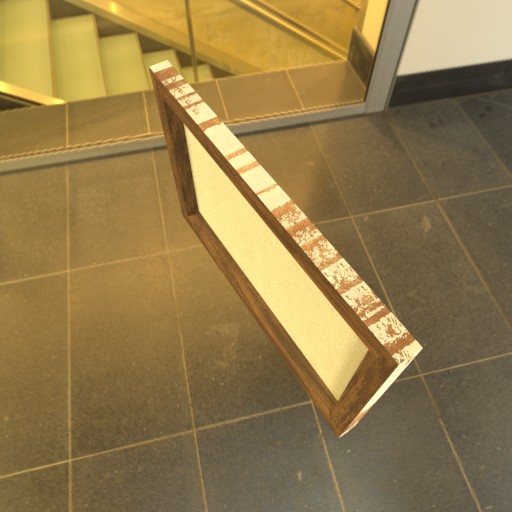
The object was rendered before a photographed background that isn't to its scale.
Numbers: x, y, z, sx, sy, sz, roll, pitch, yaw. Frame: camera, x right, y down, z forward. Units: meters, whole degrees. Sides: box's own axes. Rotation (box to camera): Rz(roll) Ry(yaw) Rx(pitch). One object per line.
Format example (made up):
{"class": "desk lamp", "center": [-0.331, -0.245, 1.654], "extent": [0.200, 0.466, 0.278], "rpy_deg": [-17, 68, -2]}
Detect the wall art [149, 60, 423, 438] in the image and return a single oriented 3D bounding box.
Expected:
{"class": "wall art", "center": [0.000, 0.000, 0.780], "extent": [0.035, 0.405, 0.609], "rpy_deg": [-29, 62, -17]}
